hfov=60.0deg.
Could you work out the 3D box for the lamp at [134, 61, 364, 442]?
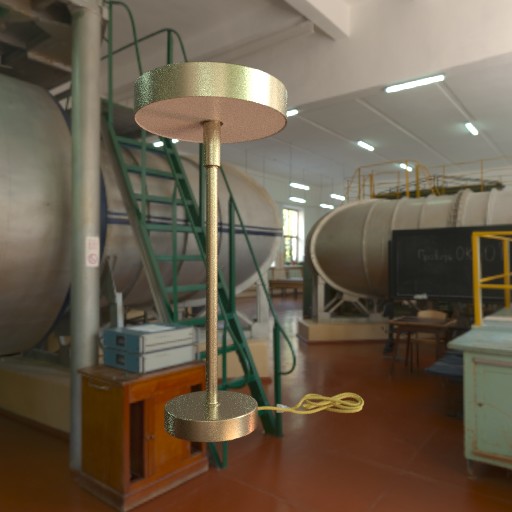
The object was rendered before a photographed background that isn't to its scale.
[{"bbox_3d":[0.000,0.000,0.694,0.369,0.508,0.229,0,-1,-18],"label":"lamp"}]
